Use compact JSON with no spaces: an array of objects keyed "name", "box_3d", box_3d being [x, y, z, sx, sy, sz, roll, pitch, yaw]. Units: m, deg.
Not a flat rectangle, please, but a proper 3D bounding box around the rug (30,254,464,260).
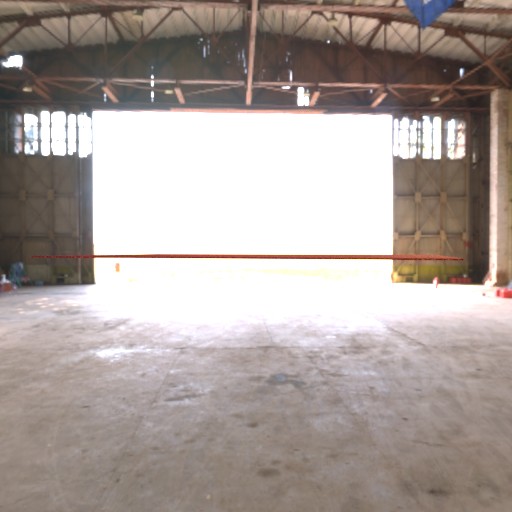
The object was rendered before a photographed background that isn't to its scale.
[{"name":"rug","box_3d":[0.000,0.000,3.090,2.442,0.010,1.531,0,1,17]}]
